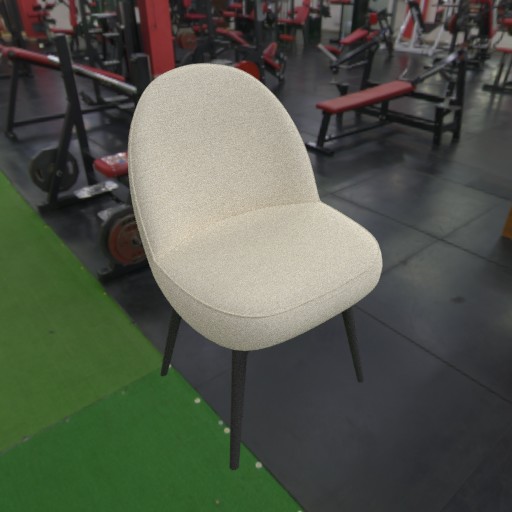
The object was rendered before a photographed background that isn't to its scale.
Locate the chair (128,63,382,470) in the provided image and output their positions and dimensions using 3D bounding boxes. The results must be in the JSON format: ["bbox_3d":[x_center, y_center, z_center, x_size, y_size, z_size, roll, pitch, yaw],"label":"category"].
[{"bbox_3d":[0.000,0.000,1.124,0.532,0.838,0.540,-22,39,-30],"label":"chair"}]
